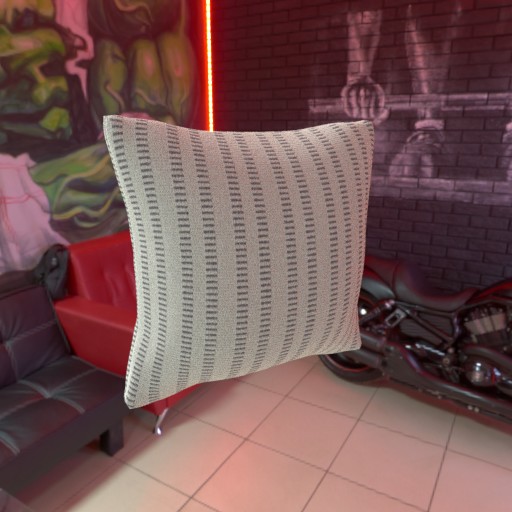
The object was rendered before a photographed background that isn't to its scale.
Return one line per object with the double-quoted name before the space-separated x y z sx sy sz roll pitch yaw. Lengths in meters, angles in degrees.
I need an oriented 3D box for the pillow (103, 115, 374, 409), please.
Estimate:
"pillow" 0.000 0.000 0.702 0.438 0.419 0.247 -7 17 -25
